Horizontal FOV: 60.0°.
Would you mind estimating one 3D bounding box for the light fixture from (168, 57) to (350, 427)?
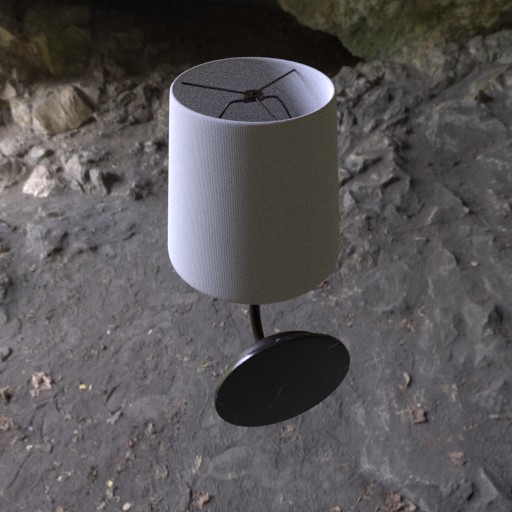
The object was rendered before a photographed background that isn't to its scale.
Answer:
[{"bbox_3d":[0.000,0.000,0.445,0.168,0.337,0.188,-12,44,-13],"label":"light fixture"}]
